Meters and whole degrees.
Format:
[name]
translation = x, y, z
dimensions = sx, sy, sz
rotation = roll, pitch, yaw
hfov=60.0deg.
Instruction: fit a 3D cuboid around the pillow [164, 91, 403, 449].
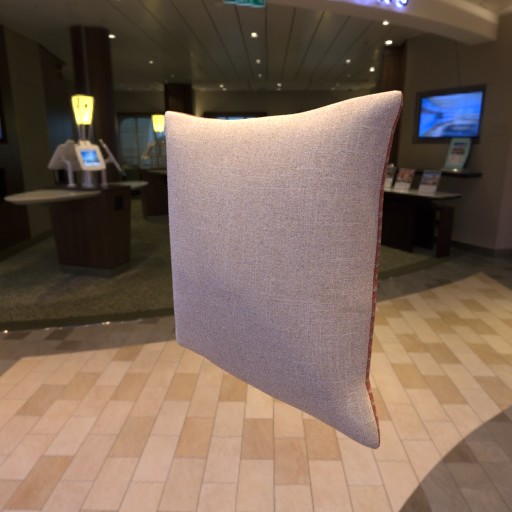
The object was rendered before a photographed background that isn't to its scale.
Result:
[pillow]
translation = 0.000, 0.000, 0.768
dimensions = 0.182, 0.503, 0.511
rotation = -14, 20, -43
